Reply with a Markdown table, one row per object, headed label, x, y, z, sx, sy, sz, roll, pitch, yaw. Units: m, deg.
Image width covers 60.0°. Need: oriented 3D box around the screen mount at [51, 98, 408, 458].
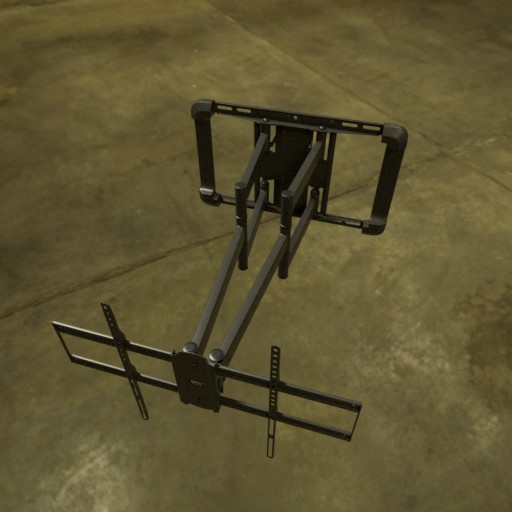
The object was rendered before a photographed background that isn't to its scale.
| label | x | y | z | sx | sy | sz | roll | pitch | yaw |
| --- | --- | --- | --- | --- | --- | --- | --- | --- | --- |
| screen mount | 0.000 | 0.000 | 1.292 | 0.725 | 0.483 | 0.905 | 12 | 45 | 12 |
